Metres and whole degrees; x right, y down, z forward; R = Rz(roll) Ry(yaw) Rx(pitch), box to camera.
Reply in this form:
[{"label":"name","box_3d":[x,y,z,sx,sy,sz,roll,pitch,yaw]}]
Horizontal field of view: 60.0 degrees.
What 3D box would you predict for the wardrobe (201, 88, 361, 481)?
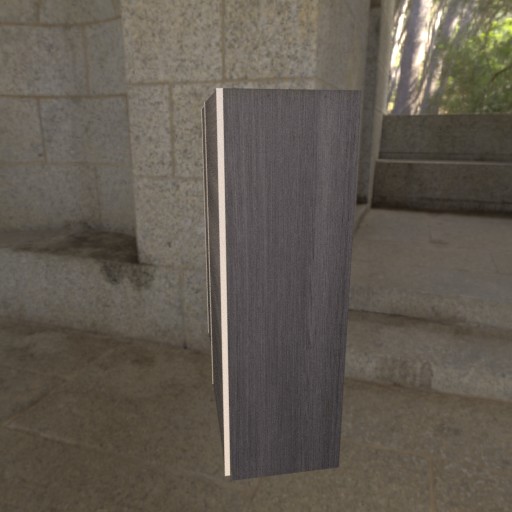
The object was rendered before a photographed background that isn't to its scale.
[{"label":"wardrobe","box_3d":[0.000,0.000,2.975,0.629,1.960,1.780,-3,16,-9]}]
